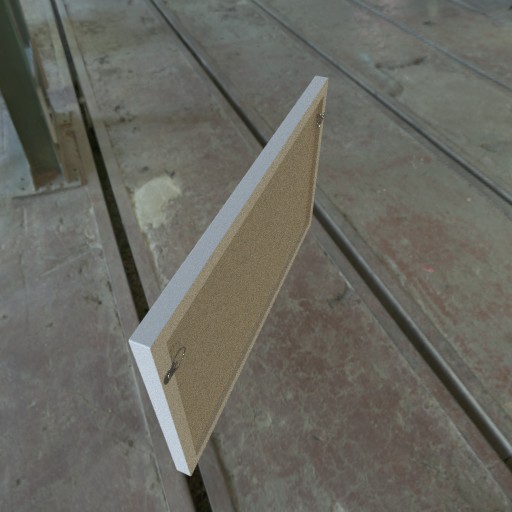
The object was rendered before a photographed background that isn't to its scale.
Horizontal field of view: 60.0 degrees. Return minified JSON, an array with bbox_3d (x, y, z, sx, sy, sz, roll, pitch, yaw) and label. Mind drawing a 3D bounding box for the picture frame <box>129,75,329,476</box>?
[{"bbox_3d":[0.000,0.000,0.784,0.044,0.379,0.647,16,48,15],"label":"picture frame"}]
